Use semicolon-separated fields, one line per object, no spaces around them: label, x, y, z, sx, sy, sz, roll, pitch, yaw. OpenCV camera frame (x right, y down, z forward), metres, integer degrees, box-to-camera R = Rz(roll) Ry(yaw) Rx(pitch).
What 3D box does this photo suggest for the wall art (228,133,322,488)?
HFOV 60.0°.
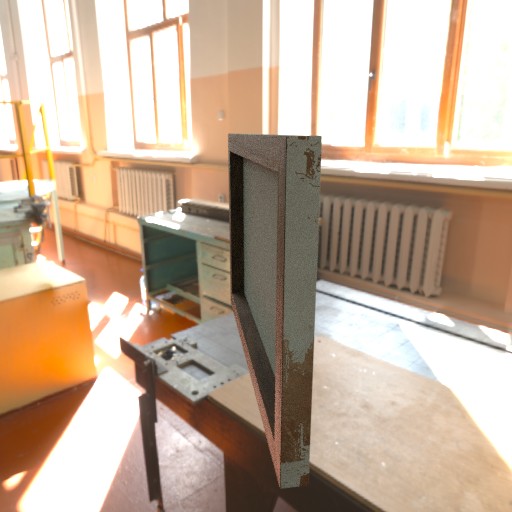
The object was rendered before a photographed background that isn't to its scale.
wall art;0.000;0.000;0.765;0.035;0.405;0.609;-2;16;-8
